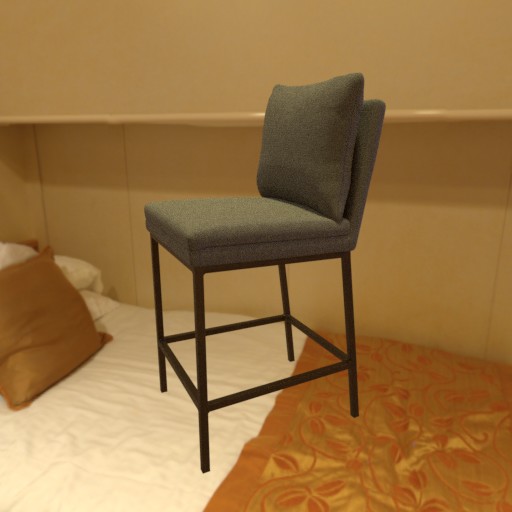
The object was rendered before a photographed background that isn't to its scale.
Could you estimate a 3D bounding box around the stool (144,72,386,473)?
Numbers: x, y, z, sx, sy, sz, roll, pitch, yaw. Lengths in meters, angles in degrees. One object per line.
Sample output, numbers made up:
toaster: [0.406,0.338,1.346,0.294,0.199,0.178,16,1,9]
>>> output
stool: [0.000,0.000,1.352,0.569,1.031,0.463,-8,17,-25]
